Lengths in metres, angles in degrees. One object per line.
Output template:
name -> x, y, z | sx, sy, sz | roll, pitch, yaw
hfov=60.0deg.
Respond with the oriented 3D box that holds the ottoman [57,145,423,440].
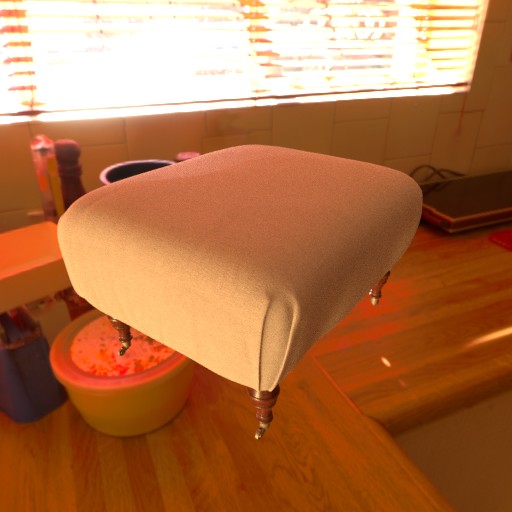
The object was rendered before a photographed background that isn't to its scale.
ottoman -> 0.000, 0.000, 1.133 | 0.622, 0.450, 0.746 | 19, 33, 32
